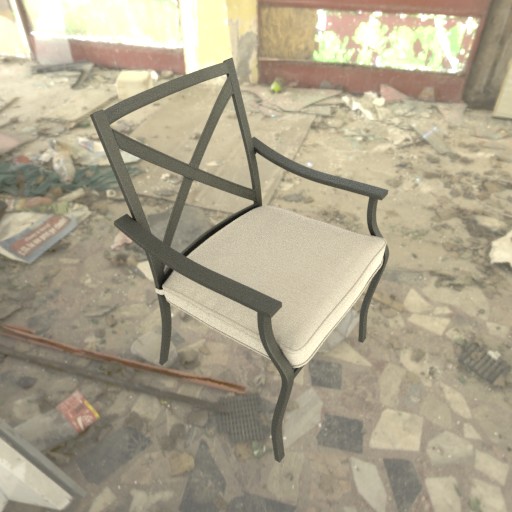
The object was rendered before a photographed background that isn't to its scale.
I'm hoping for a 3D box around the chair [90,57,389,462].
[{"bbox_3d":[0.000,0.000,1.286,0.620,0.889,0.575,26,47,27],"label":"chair"}]
